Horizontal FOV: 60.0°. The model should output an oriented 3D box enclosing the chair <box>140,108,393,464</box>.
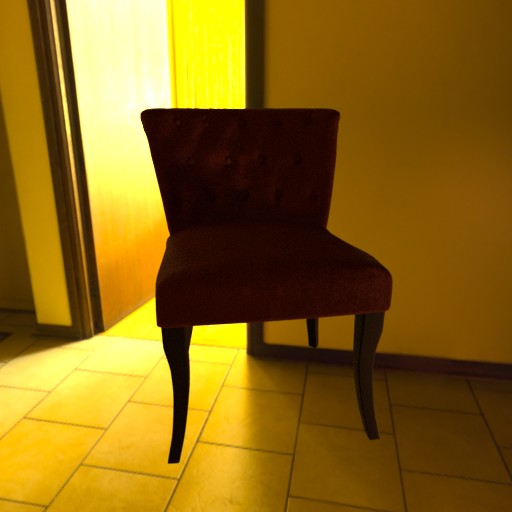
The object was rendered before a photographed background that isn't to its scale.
[{"bbox_3d":[0.000,0.000,1.175,0.582,0.750,0.605,-3,18,-9],"label":"chair"}]
